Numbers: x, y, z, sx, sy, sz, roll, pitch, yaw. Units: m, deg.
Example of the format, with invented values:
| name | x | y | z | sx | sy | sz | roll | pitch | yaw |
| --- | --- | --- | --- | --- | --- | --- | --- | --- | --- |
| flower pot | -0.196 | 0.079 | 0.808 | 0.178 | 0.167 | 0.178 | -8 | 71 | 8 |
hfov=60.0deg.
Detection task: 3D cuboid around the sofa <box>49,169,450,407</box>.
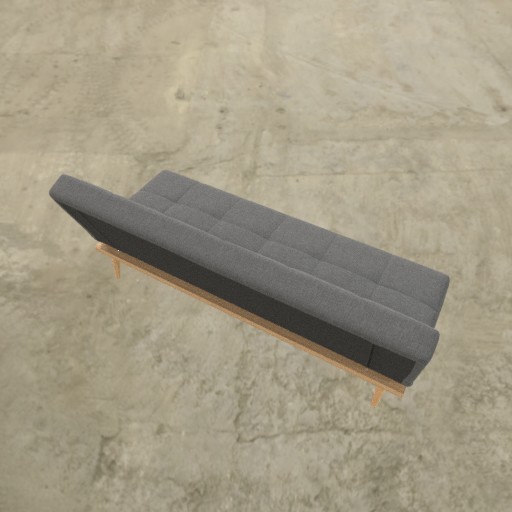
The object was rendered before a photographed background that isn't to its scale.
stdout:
| name | x | y | z | sx | sy | sz | roll | pitch | yaw |
| --- | --- | --- | --- | --- | --- | --- | --- | --- | --- |
| sofa | 0.000 | 0.000 | 2.254 | 1.820 | 0.770 | 0.820 | 23 | 51 | 20 |
